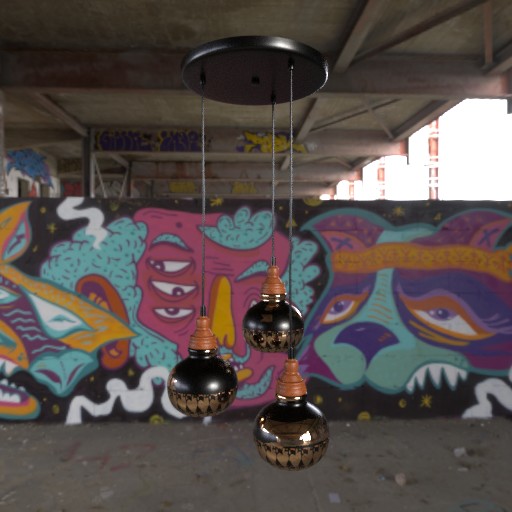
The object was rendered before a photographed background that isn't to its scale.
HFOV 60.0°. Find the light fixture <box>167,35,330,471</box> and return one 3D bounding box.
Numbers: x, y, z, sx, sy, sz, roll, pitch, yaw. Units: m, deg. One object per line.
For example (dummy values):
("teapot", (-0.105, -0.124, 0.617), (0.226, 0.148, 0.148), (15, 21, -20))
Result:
("light fixture", (0.000, 0.000, 1.720), (0.608, 1.410, 0.605), (0, 0, 18))
